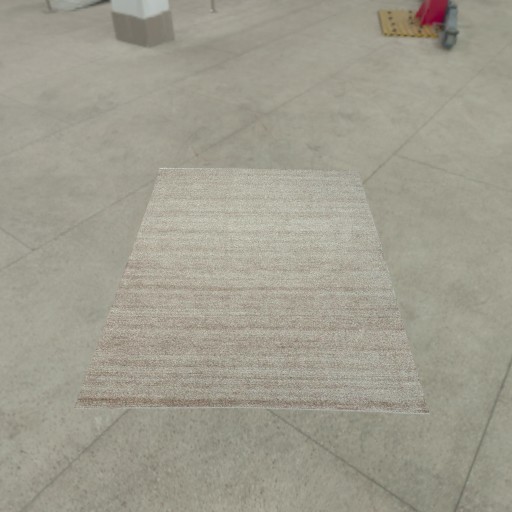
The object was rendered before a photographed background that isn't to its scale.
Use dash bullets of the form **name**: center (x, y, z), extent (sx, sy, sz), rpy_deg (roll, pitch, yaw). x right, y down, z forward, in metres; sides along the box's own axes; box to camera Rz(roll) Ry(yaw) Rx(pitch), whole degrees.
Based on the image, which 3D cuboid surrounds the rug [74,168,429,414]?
- **rug**: center (0.000, 0.000, 4.213), extent (2.434, 0.045, 3.202), rpy_deg (1, 42, 1)
